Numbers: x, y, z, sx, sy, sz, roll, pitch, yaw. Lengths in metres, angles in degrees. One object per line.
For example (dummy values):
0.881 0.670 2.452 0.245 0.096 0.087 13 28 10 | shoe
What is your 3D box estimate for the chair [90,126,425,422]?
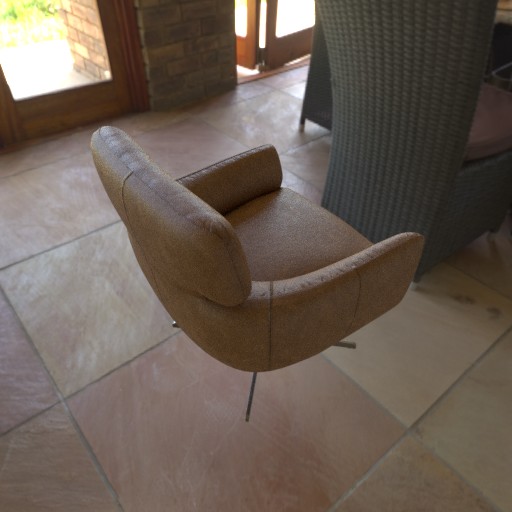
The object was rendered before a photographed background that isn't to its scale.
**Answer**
0.000 0.000 1.339 0.715 0.812 0.706 -26 47 -27 | chair
